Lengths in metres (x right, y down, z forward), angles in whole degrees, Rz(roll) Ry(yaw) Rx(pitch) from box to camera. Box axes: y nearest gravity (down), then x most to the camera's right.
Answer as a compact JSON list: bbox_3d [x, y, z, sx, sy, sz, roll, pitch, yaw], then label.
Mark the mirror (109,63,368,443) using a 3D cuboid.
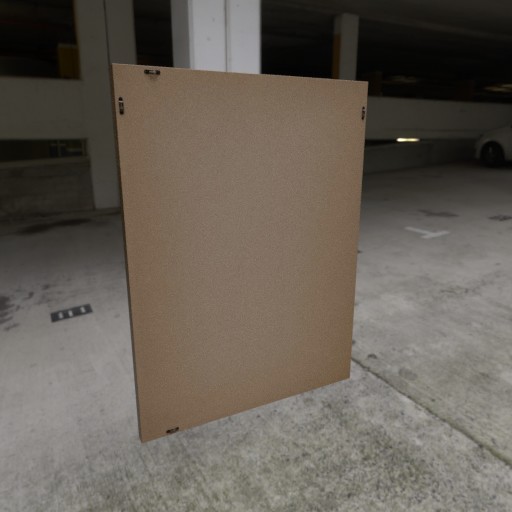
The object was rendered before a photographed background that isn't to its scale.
[{"bbox_3d":[0.000,0.000,1.331,0.762,1.016,0.041,-8,17,-27],"label":"mirror"}]
